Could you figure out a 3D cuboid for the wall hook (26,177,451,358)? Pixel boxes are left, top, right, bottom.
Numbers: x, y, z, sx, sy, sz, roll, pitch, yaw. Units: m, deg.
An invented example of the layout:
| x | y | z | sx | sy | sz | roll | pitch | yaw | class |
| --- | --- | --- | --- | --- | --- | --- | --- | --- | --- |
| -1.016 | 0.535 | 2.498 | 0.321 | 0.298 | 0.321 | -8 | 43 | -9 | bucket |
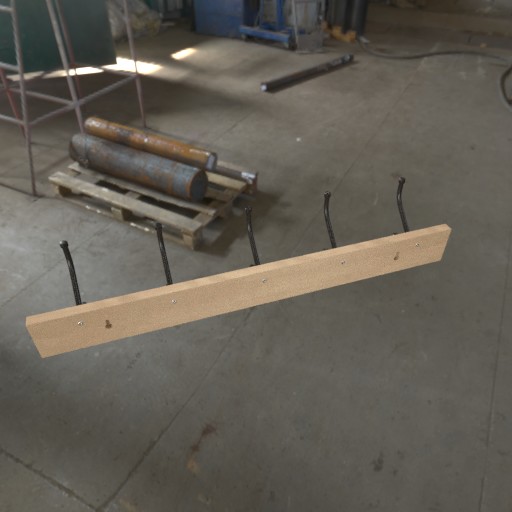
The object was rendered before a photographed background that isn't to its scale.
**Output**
| x | y | z | sx | sy | sz | roll | pitch | yaw | class |
| --- | --- | --- | --- | --- | --- | --- | --- | --- | --- |
| 0.000 | 0.000 | 0.596 | 0.571 | 0.117 | 0.071 | -12 | 42 | -14 | wall hook |
